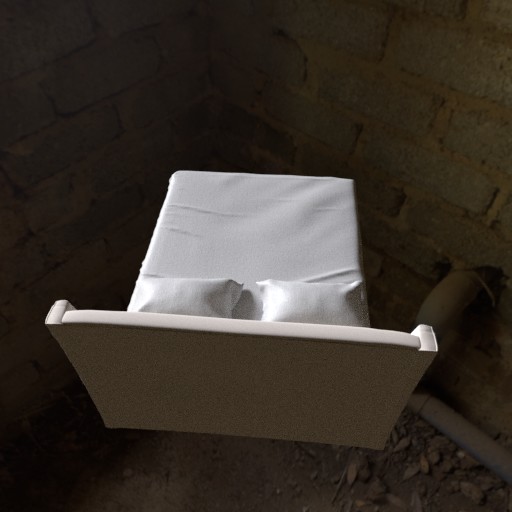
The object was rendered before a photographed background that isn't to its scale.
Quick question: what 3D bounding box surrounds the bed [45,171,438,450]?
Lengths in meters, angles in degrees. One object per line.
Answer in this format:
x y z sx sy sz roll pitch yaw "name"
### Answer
0.000 0.000 3.342 1.925 1.332 2.276 4 47 3 "bed"
